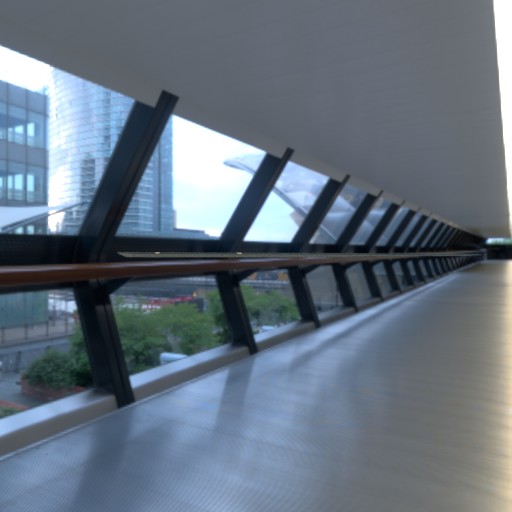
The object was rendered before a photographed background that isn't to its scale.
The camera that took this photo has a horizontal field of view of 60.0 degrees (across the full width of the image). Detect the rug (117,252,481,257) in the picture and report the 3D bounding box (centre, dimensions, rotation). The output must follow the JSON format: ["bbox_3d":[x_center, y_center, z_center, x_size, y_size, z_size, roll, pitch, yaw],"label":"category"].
[{"bbox_3d":[0.000,0.000,3.957,2.277,0.020,2.867,0,-1,-16],"label":"rug"}]
